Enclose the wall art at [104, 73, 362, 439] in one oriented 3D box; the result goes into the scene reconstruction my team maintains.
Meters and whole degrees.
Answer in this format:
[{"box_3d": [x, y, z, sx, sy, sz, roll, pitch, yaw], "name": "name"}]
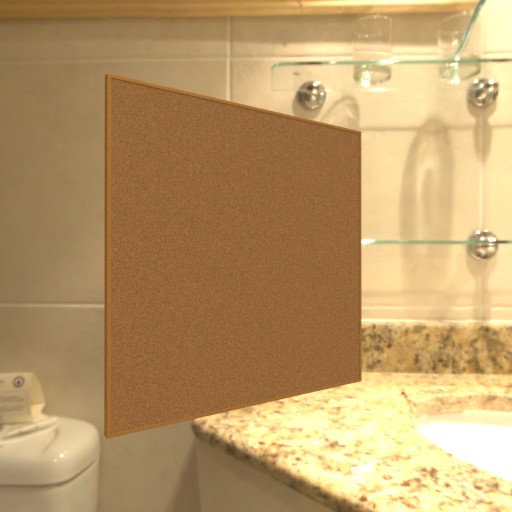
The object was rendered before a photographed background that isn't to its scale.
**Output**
[{"box_3d": [0.000, 0.000, 0.685, 0.457, 0.455, 0.013, 0, 0, -34], "name": "wall art"}]
